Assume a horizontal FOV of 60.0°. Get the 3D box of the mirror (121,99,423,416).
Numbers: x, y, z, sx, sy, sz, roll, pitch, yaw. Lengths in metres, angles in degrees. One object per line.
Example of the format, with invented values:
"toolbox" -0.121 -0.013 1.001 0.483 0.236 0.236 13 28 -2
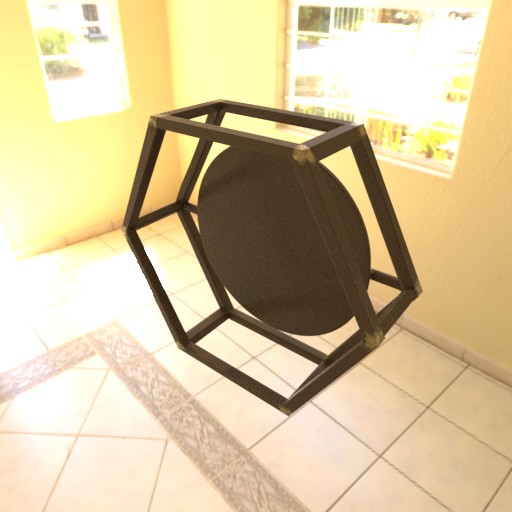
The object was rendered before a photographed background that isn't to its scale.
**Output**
"mirror" 0.000 0.000 0.550 0.380 0.334 0.119 22 37 32
